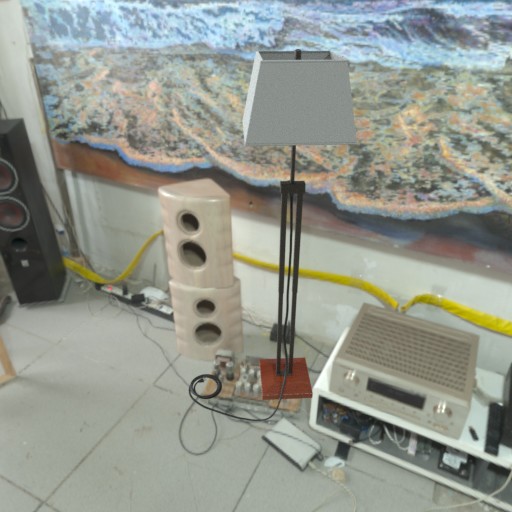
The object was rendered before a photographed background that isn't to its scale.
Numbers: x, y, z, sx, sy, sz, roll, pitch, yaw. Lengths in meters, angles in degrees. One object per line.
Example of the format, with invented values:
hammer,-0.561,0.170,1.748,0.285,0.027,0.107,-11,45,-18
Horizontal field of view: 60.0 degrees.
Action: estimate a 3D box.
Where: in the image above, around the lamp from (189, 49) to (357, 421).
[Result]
lamp,0.000,0.000,2.028,0.745,1.712,0.472,-1,31,-2
